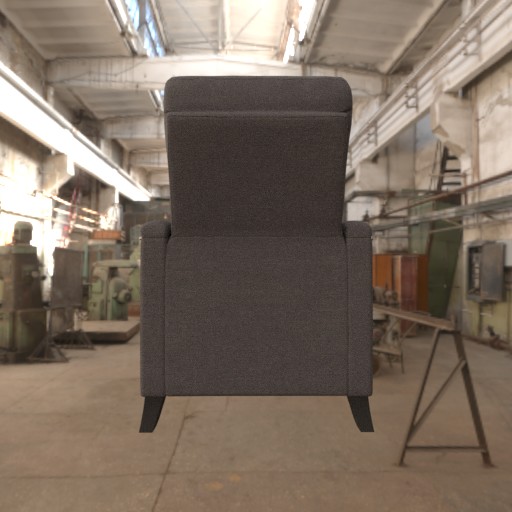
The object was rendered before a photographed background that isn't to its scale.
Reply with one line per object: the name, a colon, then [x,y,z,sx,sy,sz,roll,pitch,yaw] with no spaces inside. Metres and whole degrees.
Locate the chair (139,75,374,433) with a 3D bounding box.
chair: [0.000,0.000,1.638,0.710,1.049,0.922,0,-1,0]
